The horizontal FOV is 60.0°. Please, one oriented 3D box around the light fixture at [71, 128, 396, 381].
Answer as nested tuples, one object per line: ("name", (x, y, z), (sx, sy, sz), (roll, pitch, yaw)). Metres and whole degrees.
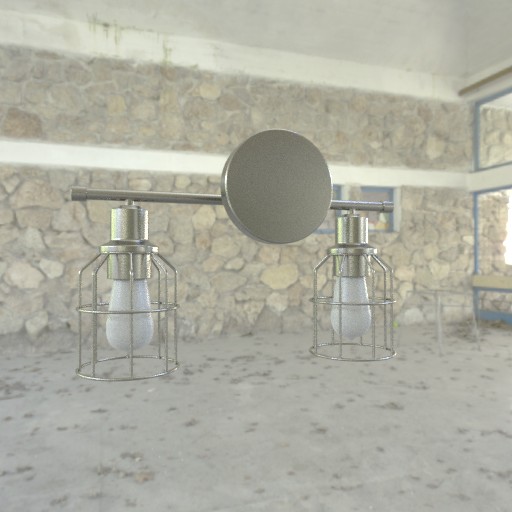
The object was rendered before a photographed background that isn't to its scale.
("light fixture", (0.000, 0.000, 0.522), (0.406, 0.254, 0.165), (0, -1, -18))
